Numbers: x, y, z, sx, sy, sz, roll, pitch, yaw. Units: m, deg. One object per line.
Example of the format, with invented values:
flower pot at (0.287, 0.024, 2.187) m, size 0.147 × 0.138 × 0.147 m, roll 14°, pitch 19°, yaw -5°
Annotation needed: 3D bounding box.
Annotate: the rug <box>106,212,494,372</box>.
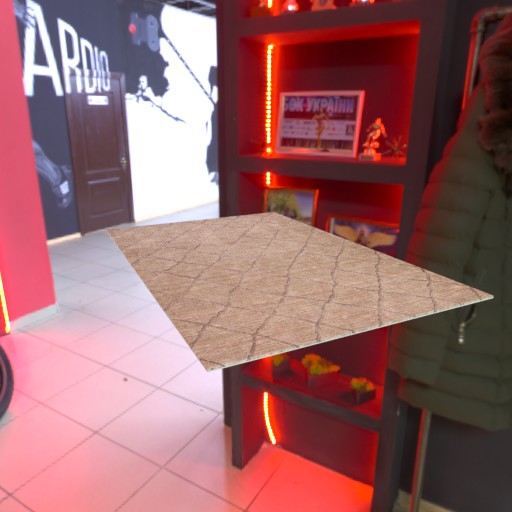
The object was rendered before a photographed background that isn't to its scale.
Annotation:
rug at (0.000, 0.000, 2.865) m, size 1.521 × 0.015 × 2.280 m, roll -8°, pitch 19°, yaw -25°
